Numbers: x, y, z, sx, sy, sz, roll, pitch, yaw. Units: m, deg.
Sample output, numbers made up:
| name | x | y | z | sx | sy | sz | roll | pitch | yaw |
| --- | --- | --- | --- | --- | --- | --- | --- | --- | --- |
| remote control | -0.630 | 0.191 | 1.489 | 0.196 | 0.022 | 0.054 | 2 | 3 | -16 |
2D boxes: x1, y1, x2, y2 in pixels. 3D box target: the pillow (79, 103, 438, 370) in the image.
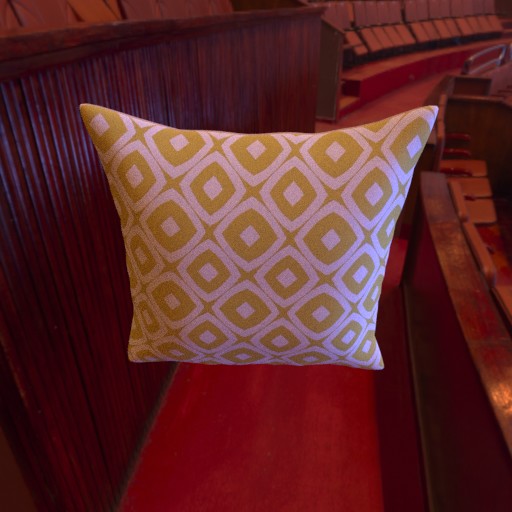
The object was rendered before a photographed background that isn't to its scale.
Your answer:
| name | x | y | z | sx | sy | sz | roll | pitch | yaw |
| --- | --- | --- | --- | --- | --- | --- | --- | --- | --- |
| pillow | 0.000 | 0.000 | 0.746 | 0.504 | 0.494 | 0.188 | 1 | 31 | 2 |
